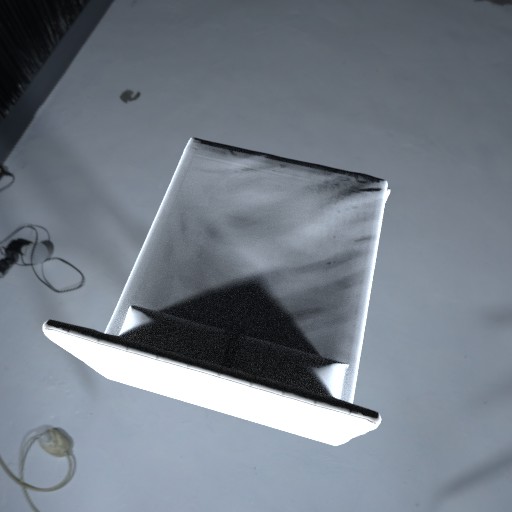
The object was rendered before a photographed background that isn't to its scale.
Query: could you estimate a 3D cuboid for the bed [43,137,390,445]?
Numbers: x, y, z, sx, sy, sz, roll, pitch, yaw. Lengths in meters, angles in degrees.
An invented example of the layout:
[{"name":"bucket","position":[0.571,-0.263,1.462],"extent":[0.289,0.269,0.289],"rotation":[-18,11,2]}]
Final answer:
[{"name":"bed","position":[0.000,0.000,3.676],"extent":[2.078,1.427,2.387],"rotation":[14,65,7]}]
